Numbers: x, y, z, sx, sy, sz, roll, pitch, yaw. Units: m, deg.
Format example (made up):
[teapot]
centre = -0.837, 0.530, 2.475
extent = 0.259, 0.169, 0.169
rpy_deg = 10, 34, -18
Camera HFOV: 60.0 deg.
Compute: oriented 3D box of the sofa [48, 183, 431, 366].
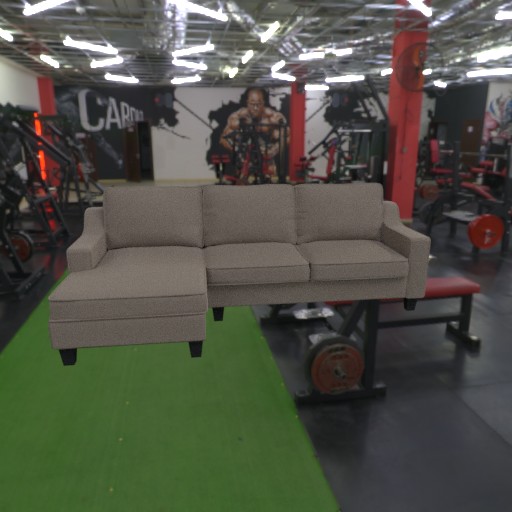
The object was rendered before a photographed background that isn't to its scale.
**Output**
[sofa]
centre = 0.000, 0.000, 3.223
extent = 2.561, 0.928, 1.294
rpy_deg = -2, 16, -7
